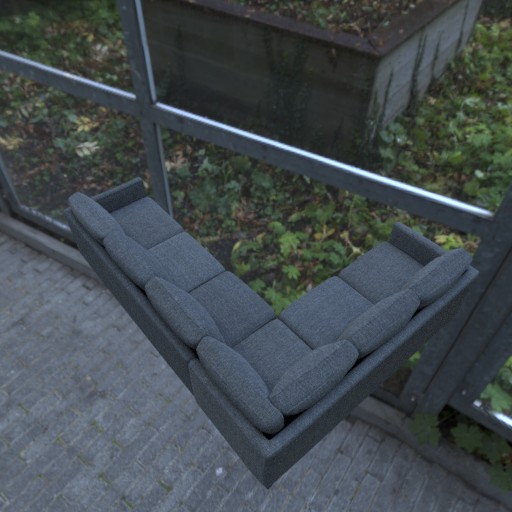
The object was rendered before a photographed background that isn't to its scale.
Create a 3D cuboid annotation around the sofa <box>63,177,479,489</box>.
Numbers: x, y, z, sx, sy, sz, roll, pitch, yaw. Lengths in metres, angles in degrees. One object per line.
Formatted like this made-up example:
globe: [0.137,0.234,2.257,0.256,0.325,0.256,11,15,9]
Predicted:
sofa: [0.000,0.000,4.468,2.593,0.947,3.302,-31,54,-26]
